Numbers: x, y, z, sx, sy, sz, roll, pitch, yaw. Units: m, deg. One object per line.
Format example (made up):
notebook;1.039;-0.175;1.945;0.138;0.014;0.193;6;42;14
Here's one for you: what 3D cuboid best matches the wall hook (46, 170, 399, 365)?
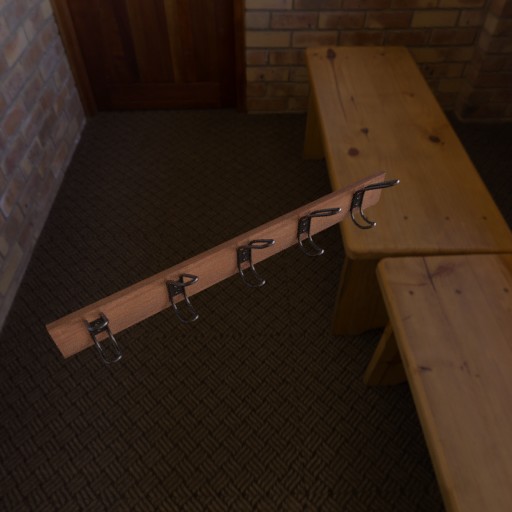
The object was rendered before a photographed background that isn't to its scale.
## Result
wall hook;0.000;0.000;0.620;0.554;0.116;0.076;-26;53;-22
